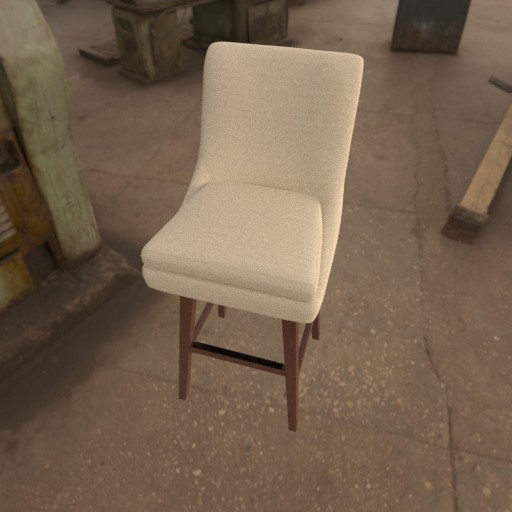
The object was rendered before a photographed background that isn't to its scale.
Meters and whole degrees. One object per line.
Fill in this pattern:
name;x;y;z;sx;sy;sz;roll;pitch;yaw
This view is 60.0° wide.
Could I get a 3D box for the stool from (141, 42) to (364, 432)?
stool;0.000;0.000;1.386;0.483;1.093;0.559;11;43;13
